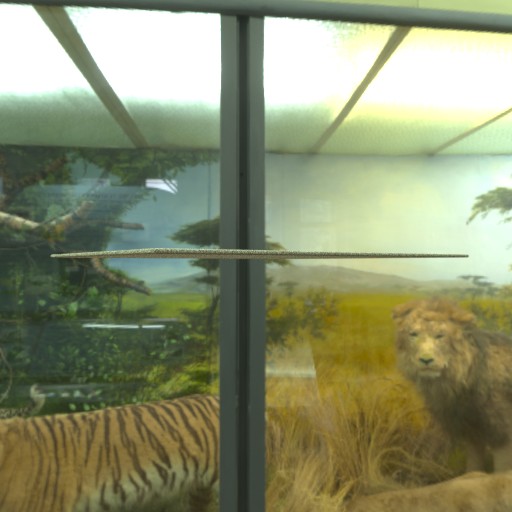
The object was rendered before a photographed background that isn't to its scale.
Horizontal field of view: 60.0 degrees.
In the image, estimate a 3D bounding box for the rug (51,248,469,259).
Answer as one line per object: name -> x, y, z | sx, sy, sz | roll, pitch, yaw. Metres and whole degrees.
rug -> 0.000, 0.000, 4.110 | 3.047, 0.029, 2.438 | 1, -1, -36
